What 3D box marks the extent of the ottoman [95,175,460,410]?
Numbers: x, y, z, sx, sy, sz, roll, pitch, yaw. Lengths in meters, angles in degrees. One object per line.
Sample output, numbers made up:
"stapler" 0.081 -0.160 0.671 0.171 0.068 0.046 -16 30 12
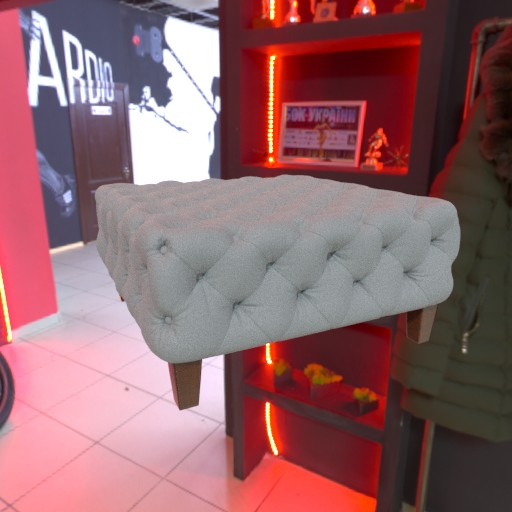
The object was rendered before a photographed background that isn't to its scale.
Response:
"ottoman" 0.000 0.000 1.466 0.917 0.439 0.911 -8 18 -25
